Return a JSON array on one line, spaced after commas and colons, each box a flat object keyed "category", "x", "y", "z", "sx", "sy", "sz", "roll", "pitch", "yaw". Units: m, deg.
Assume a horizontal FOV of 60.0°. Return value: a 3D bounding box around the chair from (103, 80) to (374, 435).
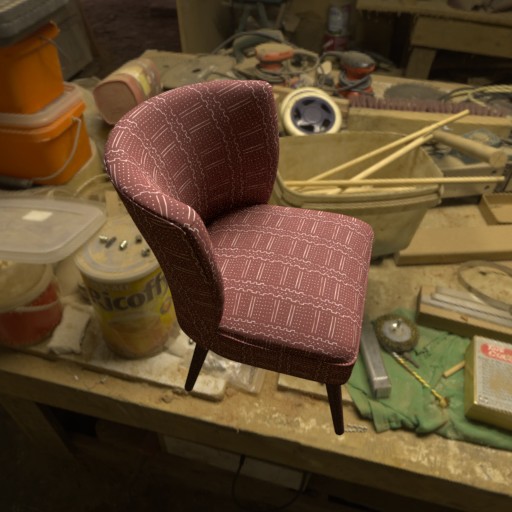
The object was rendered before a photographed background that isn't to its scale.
[{"category": "chair", "x": 0.000, "y": 0.000, "z": 1.412, "sx": 0.758, "sy": 0.866, "sz": 0.706, "roll": 11, "pitch": 46, "yaw": 11}]
